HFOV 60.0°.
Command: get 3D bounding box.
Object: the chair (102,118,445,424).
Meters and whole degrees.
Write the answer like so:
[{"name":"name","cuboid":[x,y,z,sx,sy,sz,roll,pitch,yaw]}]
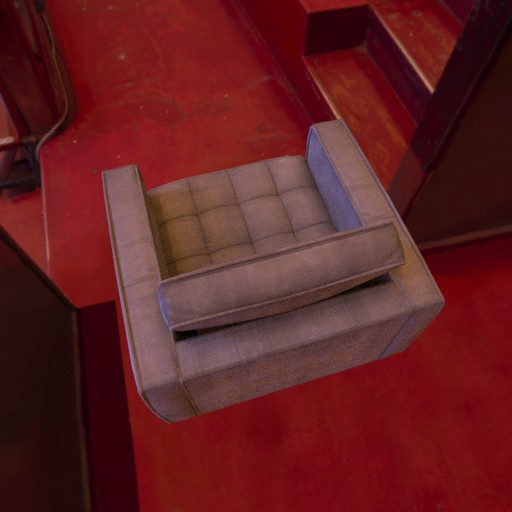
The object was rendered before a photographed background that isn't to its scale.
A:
[{"name":"chair","cuboid":[0.000,0.000,1.557,0.928,0.773,0.843,-15,61,-8]}]
